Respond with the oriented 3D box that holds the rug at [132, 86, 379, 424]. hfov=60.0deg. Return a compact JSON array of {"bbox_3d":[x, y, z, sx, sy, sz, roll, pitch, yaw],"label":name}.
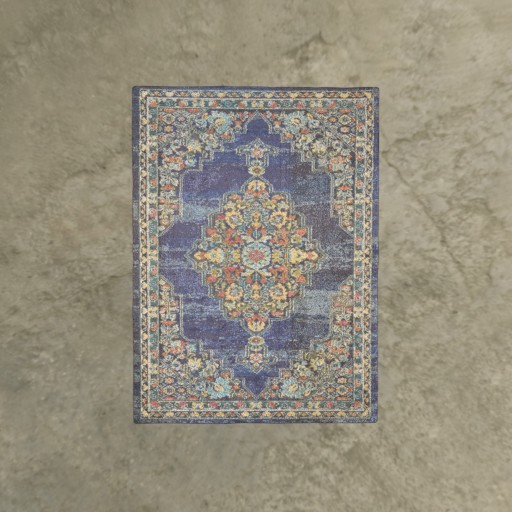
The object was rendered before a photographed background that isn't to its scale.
[{"bbox_3d":[0.000,0.000,2.929,1.630,0.009,2.232,0,91,-1],"label":"rug"}]
